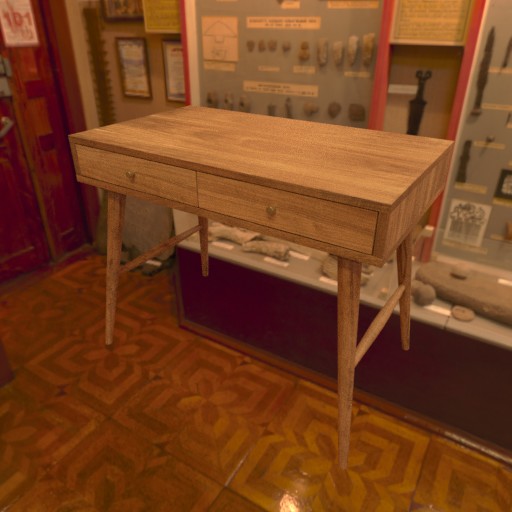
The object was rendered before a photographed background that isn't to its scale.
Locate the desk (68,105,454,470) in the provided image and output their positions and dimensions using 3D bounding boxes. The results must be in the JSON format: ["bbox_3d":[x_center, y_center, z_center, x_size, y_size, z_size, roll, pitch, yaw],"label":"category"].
[{"bbox_3d":[0.000,0.000,1.433,0.949,0.758,0.588,18,34,28],"label":"desk"}]
